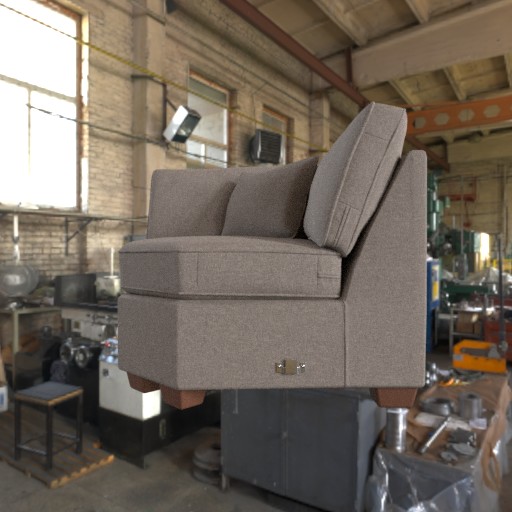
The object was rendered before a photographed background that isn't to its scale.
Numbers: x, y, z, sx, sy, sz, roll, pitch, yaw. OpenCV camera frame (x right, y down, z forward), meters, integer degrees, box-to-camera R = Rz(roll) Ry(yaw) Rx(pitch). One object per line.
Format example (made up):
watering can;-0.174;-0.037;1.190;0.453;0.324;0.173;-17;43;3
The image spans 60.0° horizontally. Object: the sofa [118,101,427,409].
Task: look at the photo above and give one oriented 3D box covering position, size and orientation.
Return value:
sofa;0.000;0.000;1.836;1.050;0.951;1.042;0;0;1
